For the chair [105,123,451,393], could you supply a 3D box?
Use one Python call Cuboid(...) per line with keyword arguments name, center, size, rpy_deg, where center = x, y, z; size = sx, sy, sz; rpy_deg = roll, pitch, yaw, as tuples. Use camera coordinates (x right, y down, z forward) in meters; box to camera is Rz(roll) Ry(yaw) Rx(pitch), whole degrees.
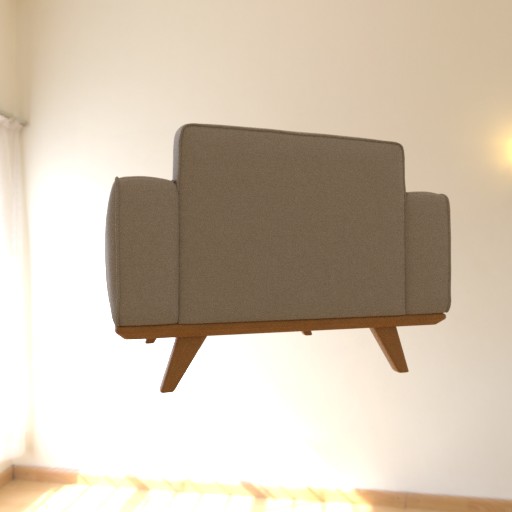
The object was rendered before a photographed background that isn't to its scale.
Cuboid(name="chair", center=(0.000, 0.000, 1.746), size=(1.115, 0.779, 0.953), rpy_deg=(0, -1, -17))
